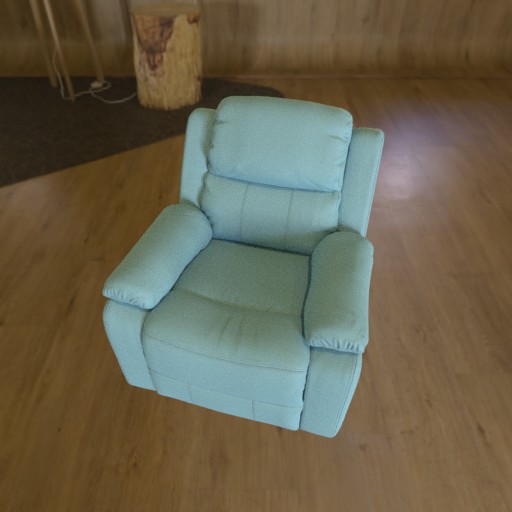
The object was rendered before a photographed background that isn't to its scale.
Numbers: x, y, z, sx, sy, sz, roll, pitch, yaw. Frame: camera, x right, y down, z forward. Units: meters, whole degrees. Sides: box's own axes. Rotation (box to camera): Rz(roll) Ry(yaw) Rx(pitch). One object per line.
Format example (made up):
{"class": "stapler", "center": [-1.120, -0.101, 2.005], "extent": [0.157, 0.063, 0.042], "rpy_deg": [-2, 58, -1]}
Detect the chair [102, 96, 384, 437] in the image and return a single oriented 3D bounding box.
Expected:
{"class": "chair", "center": [0.000, 0.000, 1.289], "extent": [0.680, 0.702, 0.709], "rpy_deg": [11, 42, 12]}
